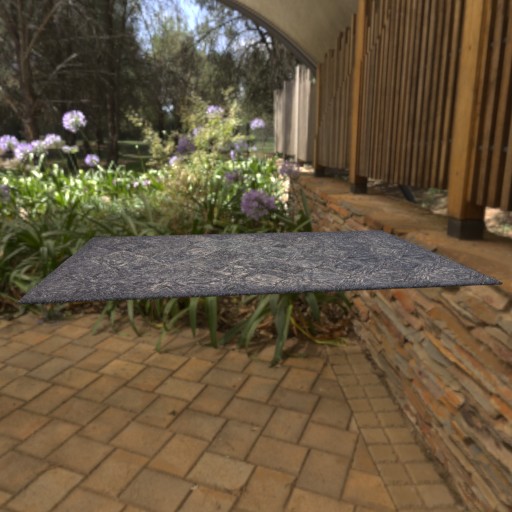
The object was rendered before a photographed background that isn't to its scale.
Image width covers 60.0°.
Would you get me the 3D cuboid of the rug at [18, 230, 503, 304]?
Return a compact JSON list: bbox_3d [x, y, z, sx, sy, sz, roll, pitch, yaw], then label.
[{"bbox_3d":[0.000,0.000,2.123,1.754,0.010,1.139,-2,14,-7],"label":"rug"}]
